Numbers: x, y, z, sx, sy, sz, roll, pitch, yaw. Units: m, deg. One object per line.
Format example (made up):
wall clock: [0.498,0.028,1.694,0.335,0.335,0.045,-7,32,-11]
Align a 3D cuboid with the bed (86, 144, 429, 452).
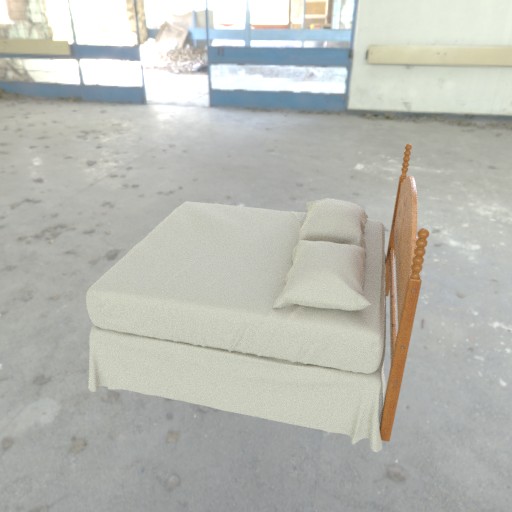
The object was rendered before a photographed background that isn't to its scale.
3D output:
bed: [0.000,0.000,3.197,2.040,1.356,1.873,7,29,13]
